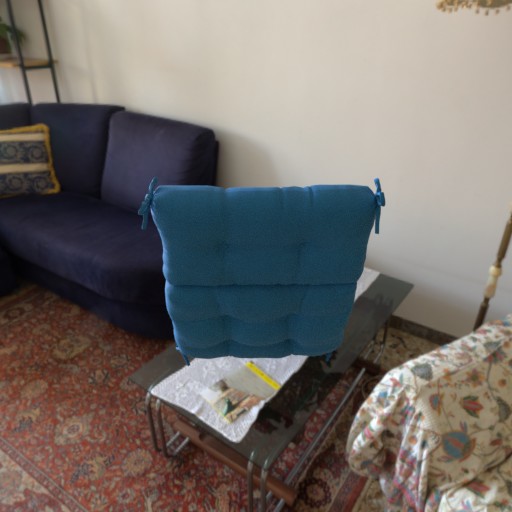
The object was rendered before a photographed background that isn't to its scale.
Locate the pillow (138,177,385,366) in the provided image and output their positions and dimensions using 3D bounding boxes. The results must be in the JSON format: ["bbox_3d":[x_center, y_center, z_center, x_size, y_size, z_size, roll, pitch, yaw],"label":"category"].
[{"bbox_3d":[0.000,0.000,1.511,0.526,0.863,1.016,-1,29,-1],"label":"pillow"}]
